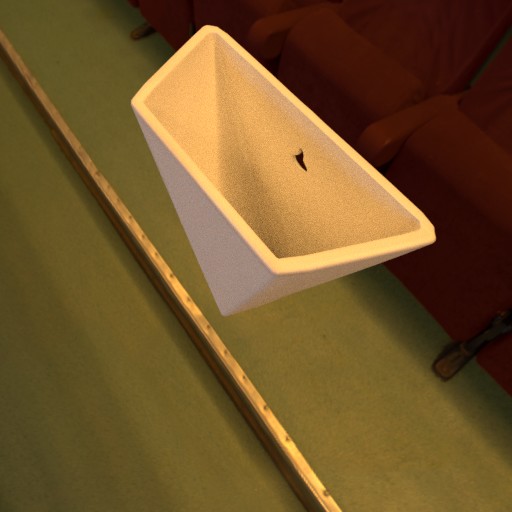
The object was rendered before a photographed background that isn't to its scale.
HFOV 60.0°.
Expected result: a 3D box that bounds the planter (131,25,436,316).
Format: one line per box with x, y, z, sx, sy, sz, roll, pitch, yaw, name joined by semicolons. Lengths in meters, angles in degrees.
0.000;0.000;0.267;0.060;0.197;0.150;-33;67;-16;planter
